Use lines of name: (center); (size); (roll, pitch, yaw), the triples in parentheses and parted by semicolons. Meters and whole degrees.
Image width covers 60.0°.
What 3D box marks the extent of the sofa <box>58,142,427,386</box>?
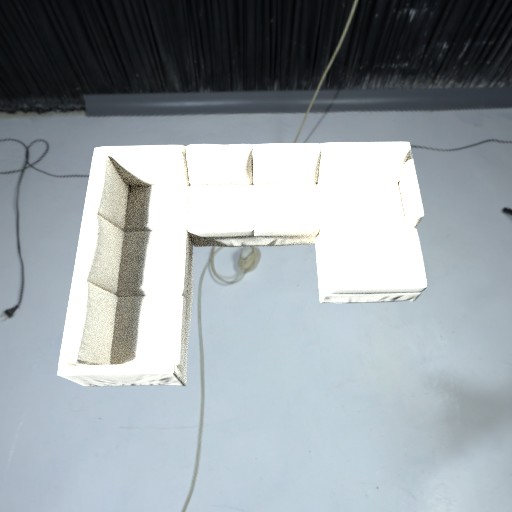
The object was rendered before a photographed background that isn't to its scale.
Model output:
sofa: (0.000, 0.000, 4.530); (3.460, 0.882, 2.427); (-1, 65, 0)
